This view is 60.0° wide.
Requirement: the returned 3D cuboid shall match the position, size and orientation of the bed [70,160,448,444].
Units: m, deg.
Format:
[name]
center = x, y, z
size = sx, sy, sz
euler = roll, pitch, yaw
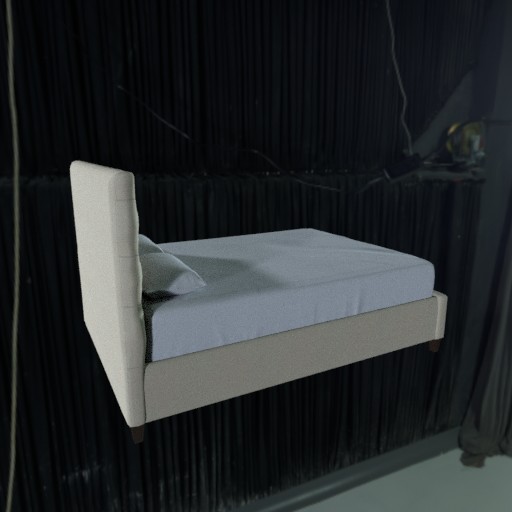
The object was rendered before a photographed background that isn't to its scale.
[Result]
[bed]
center = 0.000, 0.000, 3.416
size = 2.387, 1.427, 1.698
euler = -7, 16, -27
